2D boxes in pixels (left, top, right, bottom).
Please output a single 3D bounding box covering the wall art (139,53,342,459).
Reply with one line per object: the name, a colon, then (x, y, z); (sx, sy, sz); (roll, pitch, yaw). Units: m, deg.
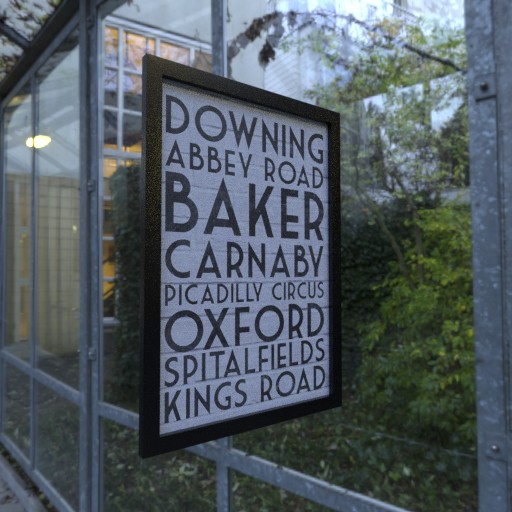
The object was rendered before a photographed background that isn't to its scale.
wall art: (0.000, 0.000, 0.861); (0.462, 0.656, 0.019); (1, -2, -37)
